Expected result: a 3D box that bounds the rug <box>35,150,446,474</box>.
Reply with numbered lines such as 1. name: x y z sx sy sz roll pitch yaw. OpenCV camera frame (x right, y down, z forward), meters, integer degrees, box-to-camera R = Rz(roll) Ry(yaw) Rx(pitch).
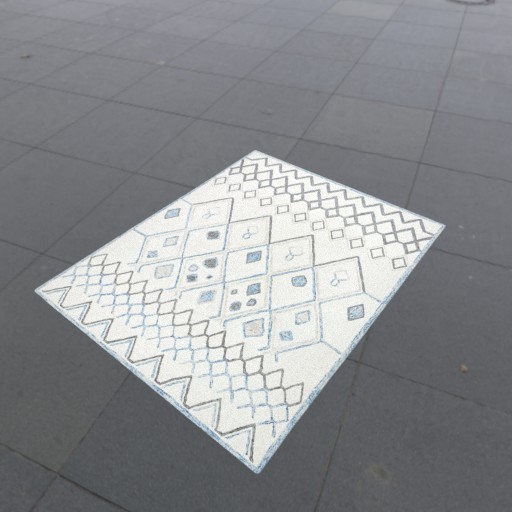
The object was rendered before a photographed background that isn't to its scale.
1. rug: 0.000 0.000 4.113 2.441 0.013 3.056 28 50 27
